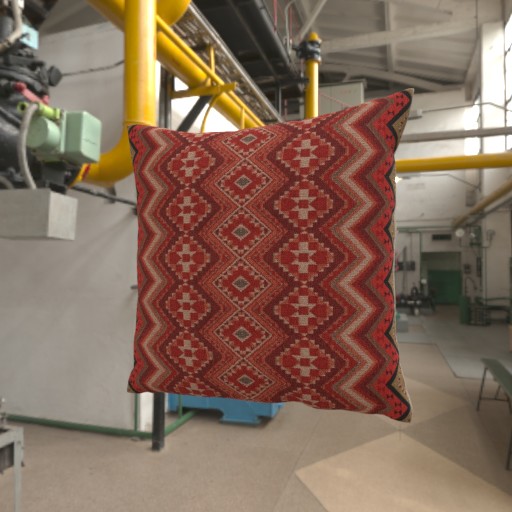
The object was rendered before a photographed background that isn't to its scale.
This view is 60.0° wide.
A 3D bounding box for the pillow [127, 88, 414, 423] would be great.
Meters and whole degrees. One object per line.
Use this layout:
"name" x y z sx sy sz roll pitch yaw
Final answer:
"pillow" 0.000 0.000 0.759 0.513 0.511 0.158 0 -1 19
